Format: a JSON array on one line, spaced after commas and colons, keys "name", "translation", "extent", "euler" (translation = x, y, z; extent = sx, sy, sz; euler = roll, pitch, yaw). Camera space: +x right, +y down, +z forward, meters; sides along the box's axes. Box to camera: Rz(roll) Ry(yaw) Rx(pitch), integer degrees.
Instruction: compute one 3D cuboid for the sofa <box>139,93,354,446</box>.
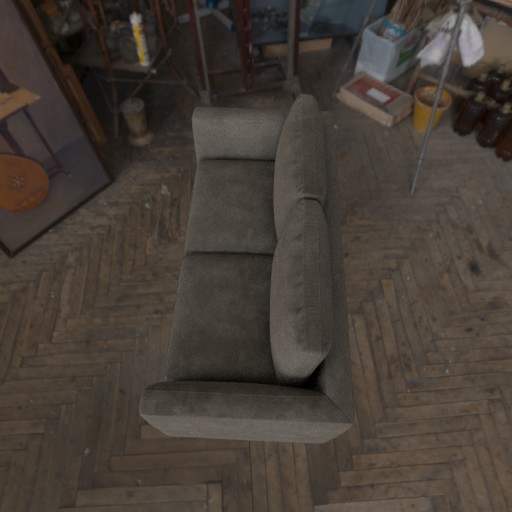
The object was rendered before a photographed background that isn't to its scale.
[{"name": "sofa", "translation": [0.000, 0.000, 2.403], "extent": [0.855, 1.013, 1.832], "euler": [2, 57, 1]}]
